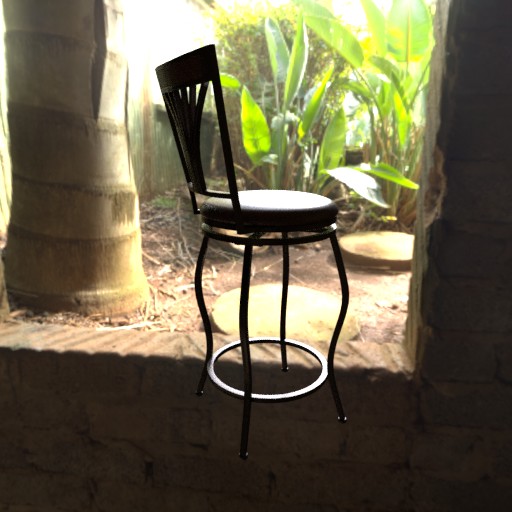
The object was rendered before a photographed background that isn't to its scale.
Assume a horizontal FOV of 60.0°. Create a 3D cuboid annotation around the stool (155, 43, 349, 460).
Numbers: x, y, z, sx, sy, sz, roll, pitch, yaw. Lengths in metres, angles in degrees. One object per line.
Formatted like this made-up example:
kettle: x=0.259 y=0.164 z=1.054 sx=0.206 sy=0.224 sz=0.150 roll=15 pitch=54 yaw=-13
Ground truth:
stool: x=0.000 y=0.000 z=1.389 sx=0.514 sy=1.117 sz=0.433 roll=-8 pitch=17 yaw=-27
